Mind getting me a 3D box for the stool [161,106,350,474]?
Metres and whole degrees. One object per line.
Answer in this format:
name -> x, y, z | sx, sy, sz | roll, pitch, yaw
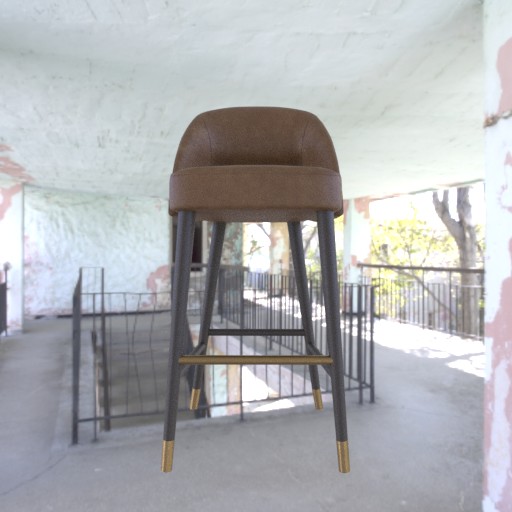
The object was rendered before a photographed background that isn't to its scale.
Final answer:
stool -> 0.000, 0.000, 1.305 | 0.494, 1.037, 0.509 | 0, 0, 0
